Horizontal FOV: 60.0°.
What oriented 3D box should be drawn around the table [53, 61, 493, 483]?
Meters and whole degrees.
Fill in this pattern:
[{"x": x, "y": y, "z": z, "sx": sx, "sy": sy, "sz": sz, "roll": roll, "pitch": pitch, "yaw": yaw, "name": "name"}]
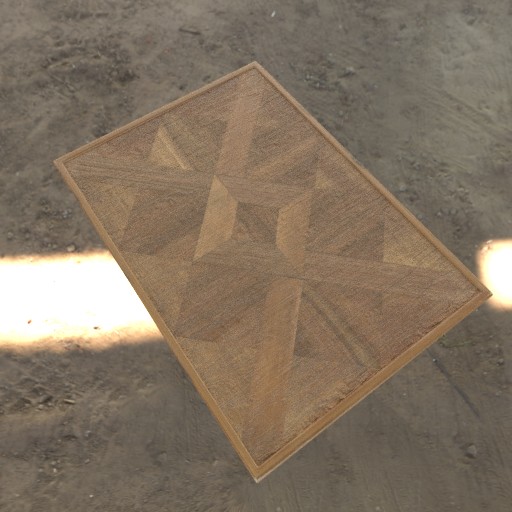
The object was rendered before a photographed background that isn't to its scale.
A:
[{"x": 0.000, "y": 0.000, "z": 1.664, "sx": 0.877, "sy": 0.492, "sz": 1.238, "roll": -32, "pitch": 68, "yaw": -15, "name": "table"}]
